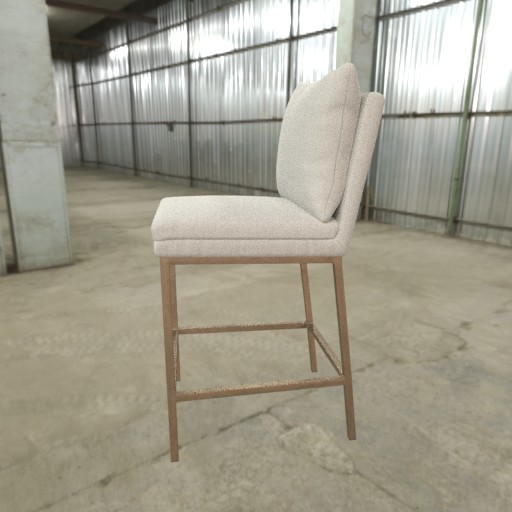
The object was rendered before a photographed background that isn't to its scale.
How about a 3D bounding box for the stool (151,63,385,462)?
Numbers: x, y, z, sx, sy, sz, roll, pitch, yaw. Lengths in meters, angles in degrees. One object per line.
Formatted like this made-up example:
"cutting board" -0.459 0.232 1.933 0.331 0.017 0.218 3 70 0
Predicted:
"stool" 0.000 0.000 1.334 0.572 1.032 0.463 -2 15 -9
